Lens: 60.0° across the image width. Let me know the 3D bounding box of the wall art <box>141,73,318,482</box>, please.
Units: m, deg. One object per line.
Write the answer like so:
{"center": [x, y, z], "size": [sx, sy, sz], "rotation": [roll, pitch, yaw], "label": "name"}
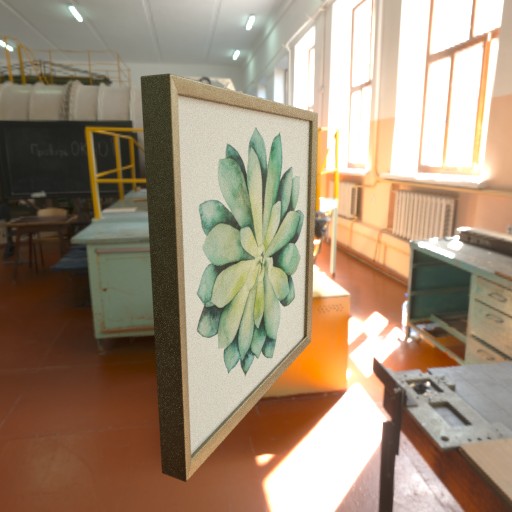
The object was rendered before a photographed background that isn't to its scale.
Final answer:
{"center": [0.000, 0.000, 0.757], "size": [0.040, 0.506, 0.503], "rotation": [6, 14, 25], "label": "wall art"}
